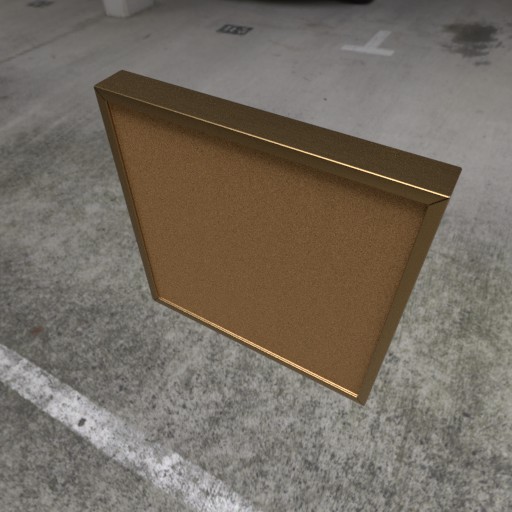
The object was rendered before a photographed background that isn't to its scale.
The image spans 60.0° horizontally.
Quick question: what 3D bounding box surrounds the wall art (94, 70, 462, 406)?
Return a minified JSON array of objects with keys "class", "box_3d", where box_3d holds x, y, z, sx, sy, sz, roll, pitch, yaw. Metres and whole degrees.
[{"class":"wall art","box_3d":[0.000,0.000,0.454,0.305,0.305,0.037,23,51,20]}]
